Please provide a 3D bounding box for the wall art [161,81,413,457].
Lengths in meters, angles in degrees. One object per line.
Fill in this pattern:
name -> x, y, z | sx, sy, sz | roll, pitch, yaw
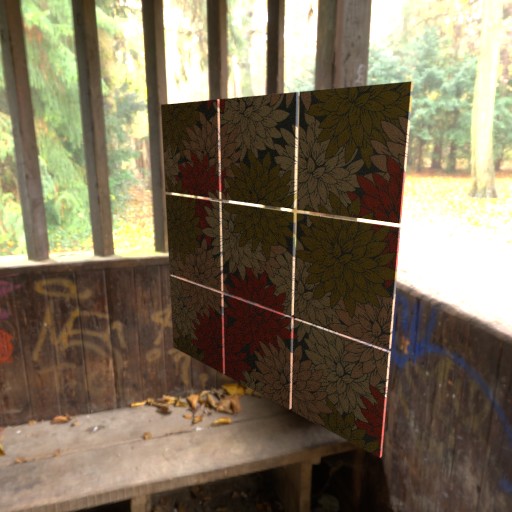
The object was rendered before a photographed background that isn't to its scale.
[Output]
wall art -> 0.000, 0.000, 1.786 | 1.206, 1.218, 0.013 | 14, 20, 42
